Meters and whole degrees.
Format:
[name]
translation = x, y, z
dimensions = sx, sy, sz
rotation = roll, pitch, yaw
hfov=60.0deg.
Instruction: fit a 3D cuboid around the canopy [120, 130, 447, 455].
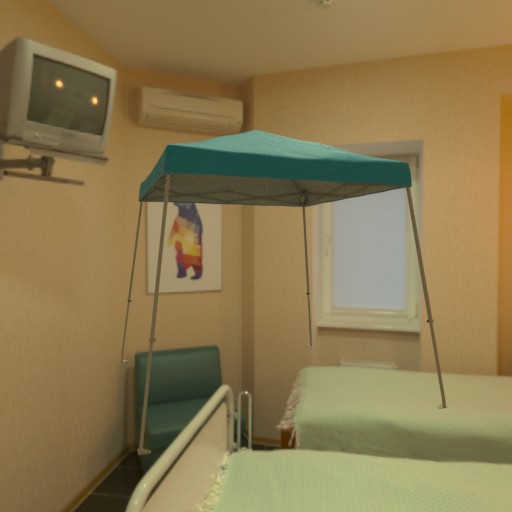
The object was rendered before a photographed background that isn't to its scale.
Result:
[canopy]
translation = 0.000, 0.000, 6.377
dimensions = 3.599, 3.600, 3.600
rotation = 0, 1, -20
